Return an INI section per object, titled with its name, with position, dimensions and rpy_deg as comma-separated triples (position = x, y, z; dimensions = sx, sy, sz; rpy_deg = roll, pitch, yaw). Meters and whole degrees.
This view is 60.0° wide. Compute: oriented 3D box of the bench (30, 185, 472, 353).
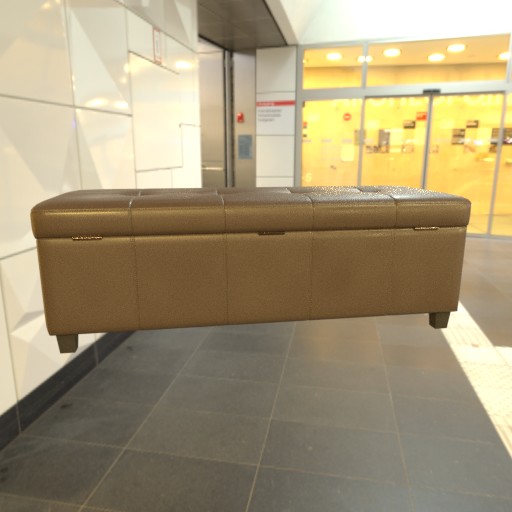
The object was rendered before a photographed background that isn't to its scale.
[bench]
position = 0.000, 0.000, 1.433
dimensions = 1.219, 0.417, 0.450
rpy_deg = -2, 14, -9
